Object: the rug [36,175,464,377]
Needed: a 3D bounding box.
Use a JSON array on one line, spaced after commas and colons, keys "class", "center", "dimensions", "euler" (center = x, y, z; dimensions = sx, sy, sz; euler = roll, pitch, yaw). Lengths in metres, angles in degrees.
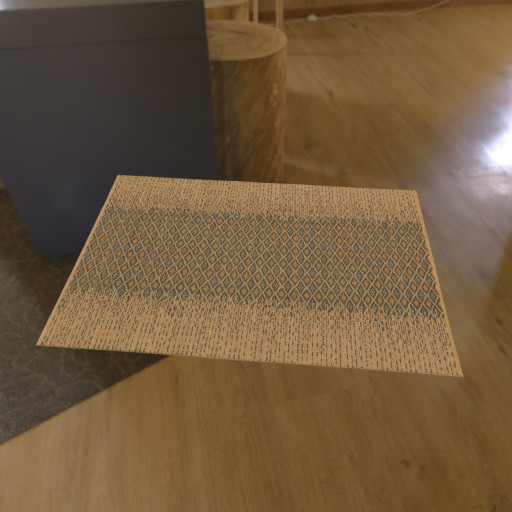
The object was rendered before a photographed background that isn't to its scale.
[{"class": "rug", "center": [0.000, 0.000, 2.298], "dimensions": [1.828, 0.005, 1.219], "euler": [4, 47, 3]}]
